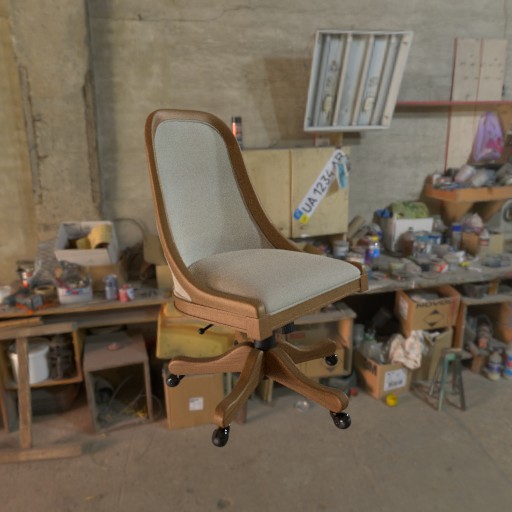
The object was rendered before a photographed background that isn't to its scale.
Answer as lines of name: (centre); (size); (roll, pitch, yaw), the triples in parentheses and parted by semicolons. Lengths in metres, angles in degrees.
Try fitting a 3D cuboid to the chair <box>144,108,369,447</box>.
chair: (0.000, 0.000, 1.551); (0.811, 1.009, 0.702); (13, 20, 41)
